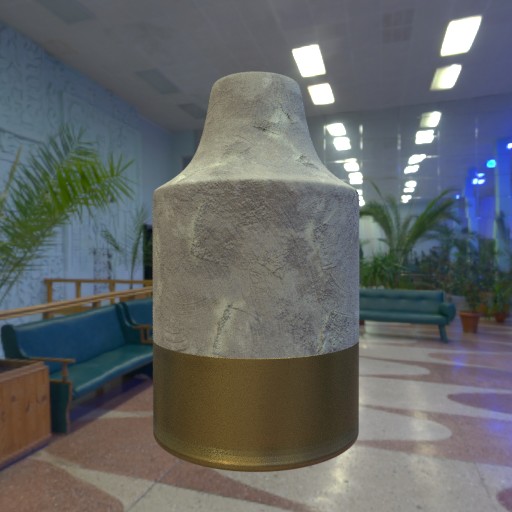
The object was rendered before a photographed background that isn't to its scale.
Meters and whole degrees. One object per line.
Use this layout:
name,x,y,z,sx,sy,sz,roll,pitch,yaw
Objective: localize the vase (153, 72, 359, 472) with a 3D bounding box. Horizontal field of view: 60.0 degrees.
vase,0.000,0.000,0.405,0.184,0.305,0.184,0,1,0
